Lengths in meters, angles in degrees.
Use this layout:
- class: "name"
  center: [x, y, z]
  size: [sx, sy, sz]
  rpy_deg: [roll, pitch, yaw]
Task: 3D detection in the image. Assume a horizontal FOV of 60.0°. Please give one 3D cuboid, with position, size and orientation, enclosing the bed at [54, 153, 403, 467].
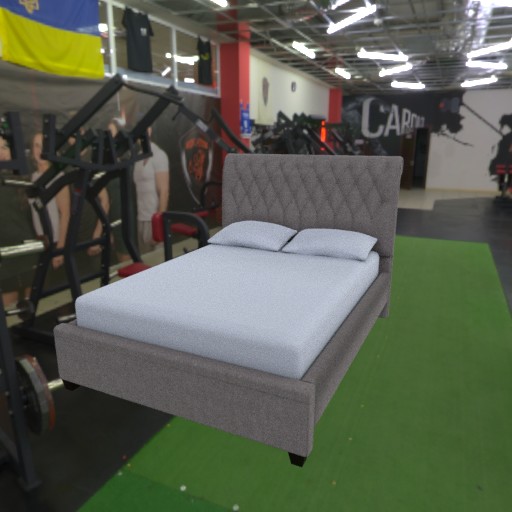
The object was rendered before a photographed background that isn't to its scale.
- class: "bed"
  center: [0.000, 0.000, 3.228]
  size: [1.645, 1.371, 2.252]
  rpy_deg: [7, 16, 25]
